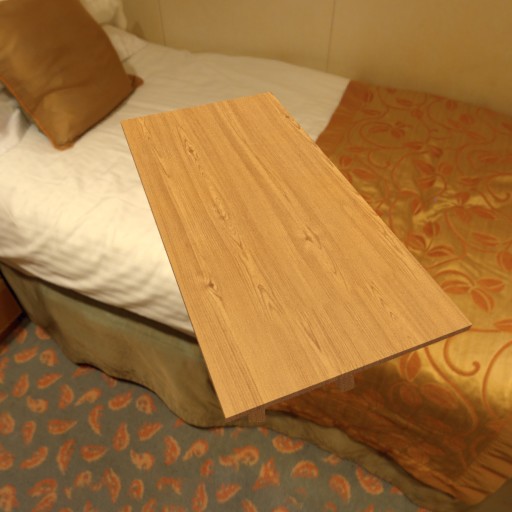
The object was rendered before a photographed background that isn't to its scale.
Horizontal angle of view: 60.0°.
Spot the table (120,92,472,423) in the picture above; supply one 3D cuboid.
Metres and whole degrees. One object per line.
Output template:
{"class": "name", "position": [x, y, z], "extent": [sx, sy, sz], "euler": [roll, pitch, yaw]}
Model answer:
{"class": "table", "position": [0.000, 0.000, 2.261], "extent": [0.901, 0.750, 1.797], "euler": [-16, 49, -14]}
